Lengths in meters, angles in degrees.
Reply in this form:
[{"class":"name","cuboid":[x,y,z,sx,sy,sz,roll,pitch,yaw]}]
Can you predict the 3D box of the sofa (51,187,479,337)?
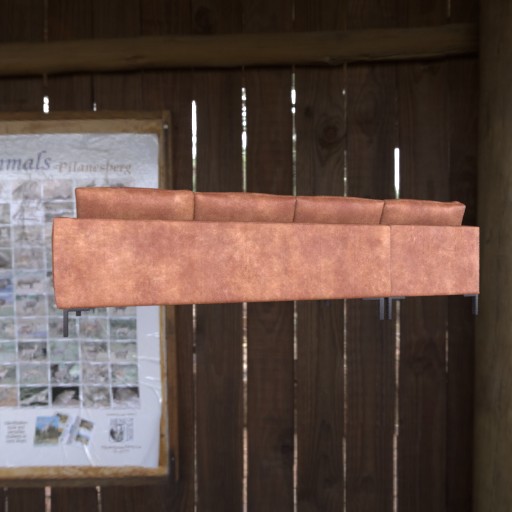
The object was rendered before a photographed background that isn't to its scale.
[{"class":"sofa","cuboid":[0.000,0.000,3.775,2.984,0.877,1.938,0,0,-18]}]
